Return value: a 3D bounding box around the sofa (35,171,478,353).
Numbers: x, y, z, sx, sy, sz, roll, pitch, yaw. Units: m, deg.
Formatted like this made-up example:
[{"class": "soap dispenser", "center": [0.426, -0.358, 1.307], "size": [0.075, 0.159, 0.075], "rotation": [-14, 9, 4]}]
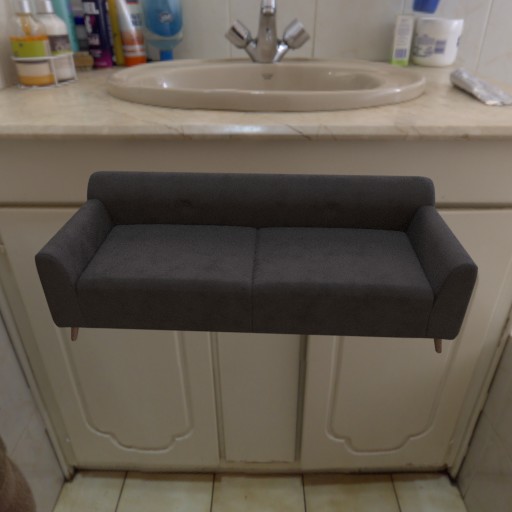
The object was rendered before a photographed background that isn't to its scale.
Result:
[{"class": "sofa", "center": [0.000, 0.000, 2.648], "size": [2.190, 0.740, 0.900], "rotation": [1, 30, 2]}]
